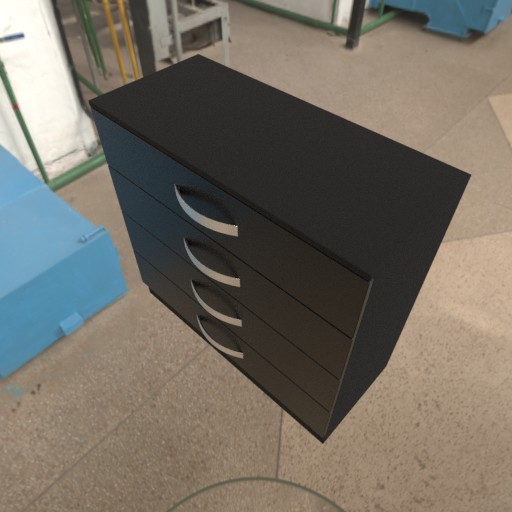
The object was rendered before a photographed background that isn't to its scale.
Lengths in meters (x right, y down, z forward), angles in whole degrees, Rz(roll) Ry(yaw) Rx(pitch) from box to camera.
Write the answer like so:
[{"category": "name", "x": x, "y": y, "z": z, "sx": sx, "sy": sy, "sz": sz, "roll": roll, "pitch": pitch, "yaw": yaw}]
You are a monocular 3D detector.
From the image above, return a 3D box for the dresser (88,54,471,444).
[{"category": "dresser", "x": 0.000, "y": 0.000, "z": 1.165, "sx": 0.750, "sy": 0.720, "sz": 0.360, "roll": 35, "pitch": 56, "yaw": 27}]
